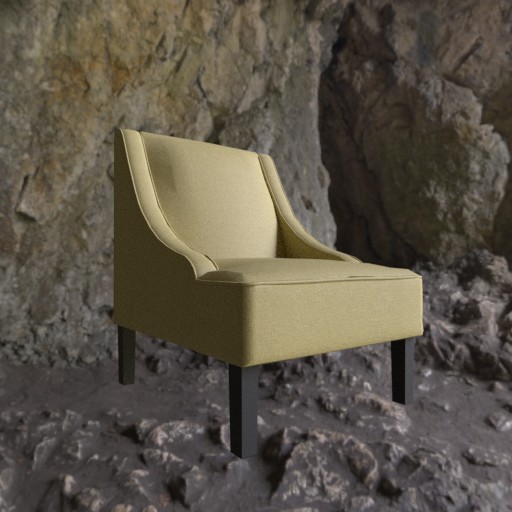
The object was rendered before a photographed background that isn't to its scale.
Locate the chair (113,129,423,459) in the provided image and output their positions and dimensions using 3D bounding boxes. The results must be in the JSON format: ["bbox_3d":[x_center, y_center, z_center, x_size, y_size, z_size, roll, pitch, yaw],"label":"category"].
[{"bbox_3d":[0.000,0.000,1.461,0.696,0.896,0.814,0,-1,-37],"label":"chair"}]
